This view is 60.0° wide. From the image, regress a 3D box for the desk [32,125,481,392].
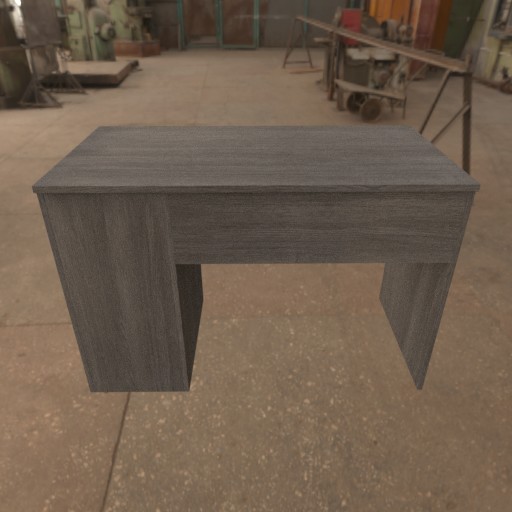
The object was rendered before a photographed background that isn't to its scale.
[{"bbox_3d":[0.000,0.000,1.510,1.097,0.735,0.560,0,31,0],"label":"desk"}]
